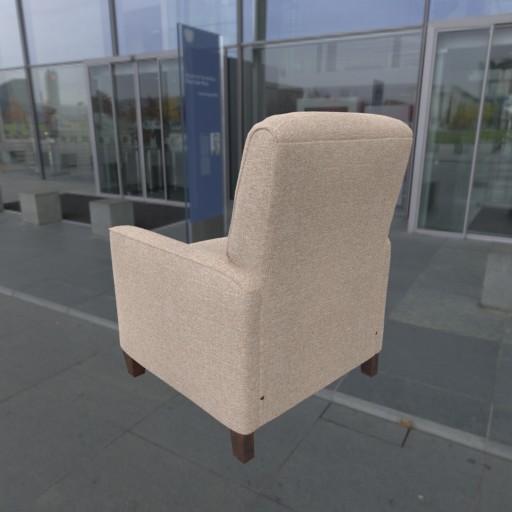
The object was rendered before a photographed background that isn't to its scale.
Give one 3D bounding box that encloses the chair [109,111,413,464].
[{"bbox_3d":[0.000,0.000,1.687,0.841,1.028,0.858,-15,22,-42],"label":"chair"}]
